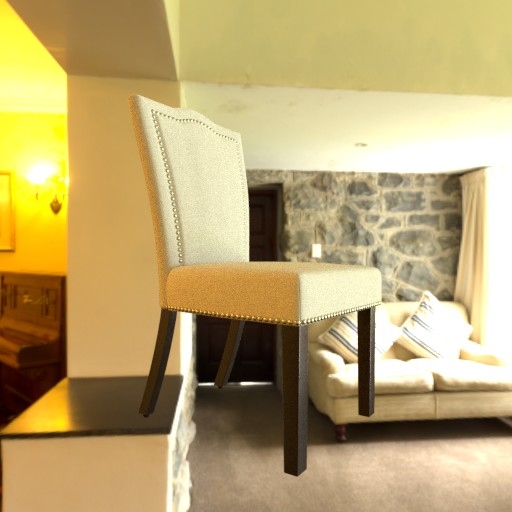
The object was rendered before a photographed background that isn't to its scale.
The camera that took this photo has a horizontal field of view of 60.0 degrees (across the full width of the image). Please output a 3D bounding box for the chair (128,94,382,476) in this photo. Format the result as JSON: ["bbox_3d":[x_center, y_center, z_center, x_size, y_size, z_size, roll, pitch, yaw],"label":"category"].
[{"bbox_3d":[0.000,0.000,1.293,0.589,0.946,0.518,0,0,35],"label":"chair"}]
